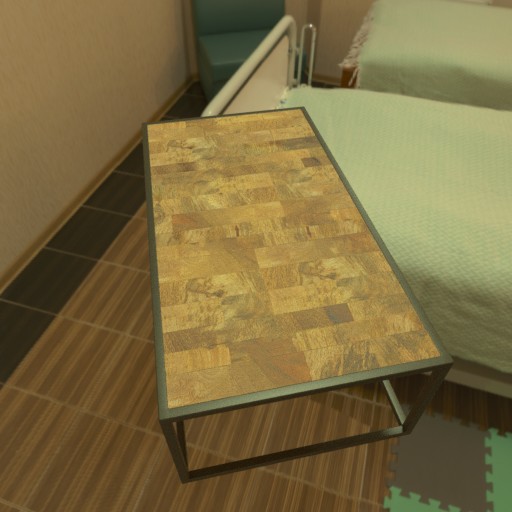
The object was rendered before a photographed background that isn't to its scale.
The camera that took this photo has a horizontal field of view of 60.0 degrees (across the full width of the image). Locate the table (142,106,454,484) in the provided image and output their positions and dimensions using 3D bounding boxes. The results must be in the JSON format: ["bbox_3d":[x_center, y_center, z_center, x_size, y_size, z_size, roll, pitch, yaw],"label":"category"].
[{"bbox_3d":[0.000,0.000,1.486,0.649,0.398,1.199,-9,47,-8],"label":"table"}]
